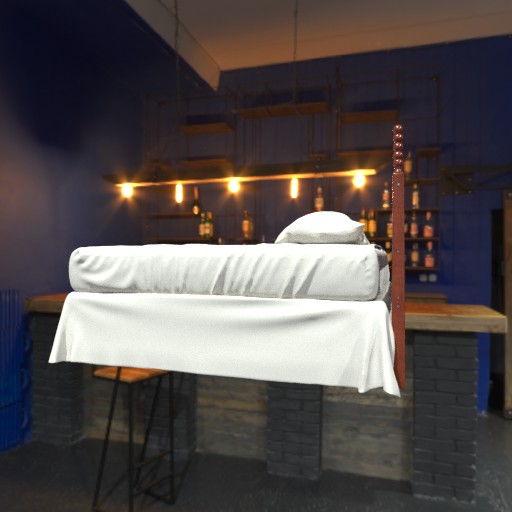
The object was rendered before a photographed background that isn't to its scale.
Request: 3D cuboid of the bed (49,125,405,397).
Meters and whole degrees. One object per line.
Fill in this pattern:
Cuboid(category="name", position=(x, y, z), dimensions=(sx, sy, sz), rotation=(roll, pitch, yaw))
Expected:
Cuboid(category="bed", position=(0.000, 0.000, 3.495), dimensions=(2.219, 1.355, 2.322), rotation=(0, 0, 18))
